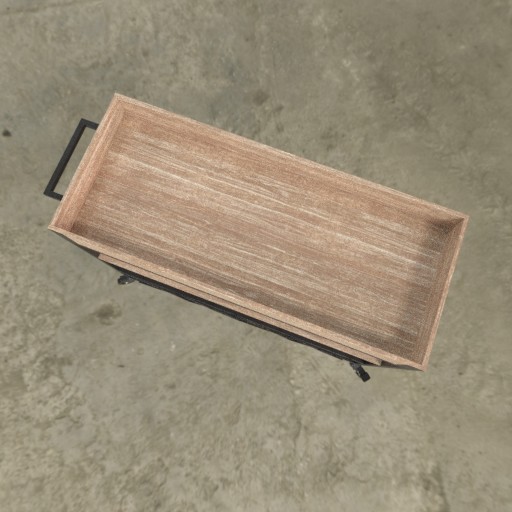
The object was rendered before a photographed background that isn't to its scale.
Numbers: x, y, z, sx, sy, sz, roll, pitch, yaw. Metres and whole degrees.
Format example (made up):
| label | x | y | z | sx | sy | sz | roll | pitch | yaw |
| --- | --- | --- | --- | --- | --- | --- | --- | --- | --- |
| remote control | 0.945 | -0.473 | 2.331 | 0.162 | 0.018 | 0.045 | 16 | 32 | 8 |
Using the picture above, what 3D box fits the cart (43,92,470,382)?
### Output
| label | x | y | z | sx | sy | sz | roll | pitch | yaw |
| --- | --- | --- | --- | --- | --- | --- | --- | --- | --- |
| cart | 0.000 | 0.000 | 1.475 | 1.101 | 0.787 | 0.500 | 20 | 78 | 4 |
